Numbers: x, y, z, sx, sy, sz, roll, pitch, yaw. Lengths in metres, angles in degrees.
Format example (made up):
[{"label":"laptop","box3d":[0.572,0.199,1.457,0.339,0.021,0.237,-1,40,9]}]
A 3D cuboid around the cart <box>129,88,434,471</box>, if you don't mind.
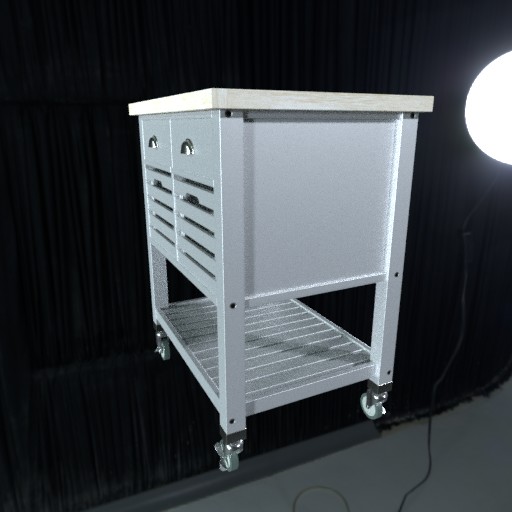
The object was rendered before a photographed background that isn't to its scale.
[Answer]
[{"label":"cart","box3d":[0.000,0.000,1.382,0.559,0.914,0.762,-8,18,-25]}]
